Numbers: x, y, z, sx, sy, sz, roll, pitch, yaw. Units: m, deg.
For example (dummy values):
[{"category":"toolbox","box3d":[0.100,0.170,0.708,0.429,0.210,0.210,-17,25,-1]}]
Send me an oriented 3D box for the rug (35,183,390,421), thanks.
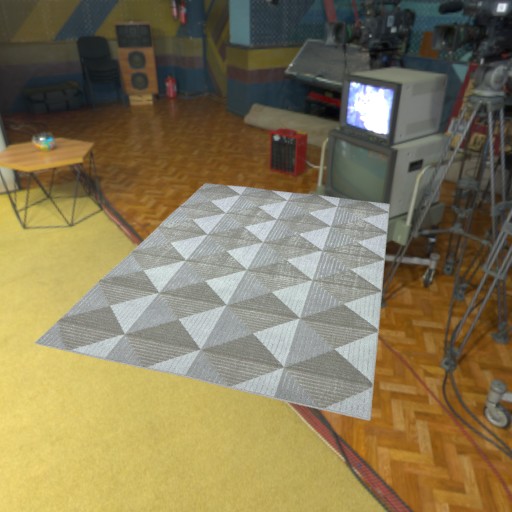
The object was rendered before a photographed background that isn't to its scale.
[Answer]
[{"category":"rug","box3d":[0.000,0.000,4.344,2.428,0.027,3.333,9,32,14]}]
